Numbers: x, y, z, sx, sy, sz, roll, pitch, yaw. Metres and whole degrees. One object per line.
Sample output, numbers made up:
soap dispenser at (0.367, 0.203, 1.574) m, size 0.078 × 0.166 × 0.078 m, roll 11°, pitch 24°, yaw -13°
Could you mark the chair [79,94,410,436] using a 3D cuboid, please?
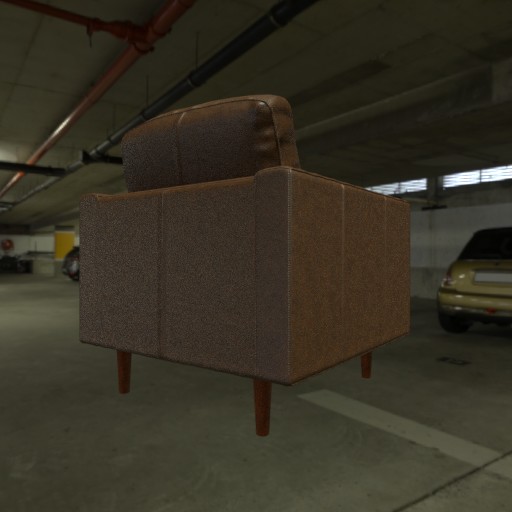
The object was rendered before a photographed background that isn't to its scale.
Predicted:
chair at (0.000, 0.000, 1.662) m, size 0.890 × 0.956 × 0.909 m, roll 0°, pitch 0°, yaw 37°
